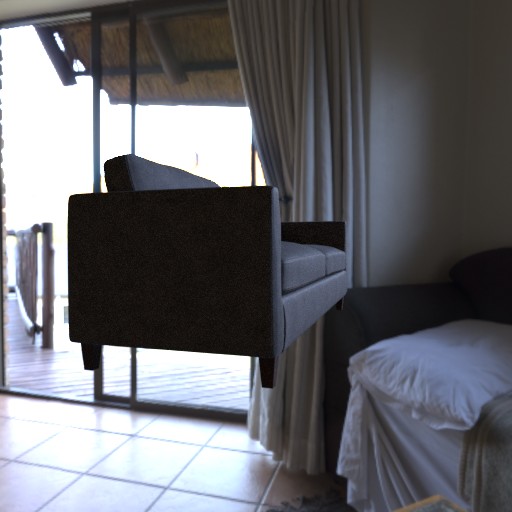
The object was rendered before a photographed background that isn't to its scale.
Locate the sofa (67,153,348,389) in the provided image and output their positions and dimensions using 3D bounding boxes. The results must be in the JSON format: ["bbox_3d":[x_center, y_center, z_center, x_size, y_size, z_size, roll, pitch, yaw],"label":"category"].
[{"bbox_3d":[0.000,0.000,2.878,0.951,0.965,2.434,0,1,18],"label":"sofa"}]
